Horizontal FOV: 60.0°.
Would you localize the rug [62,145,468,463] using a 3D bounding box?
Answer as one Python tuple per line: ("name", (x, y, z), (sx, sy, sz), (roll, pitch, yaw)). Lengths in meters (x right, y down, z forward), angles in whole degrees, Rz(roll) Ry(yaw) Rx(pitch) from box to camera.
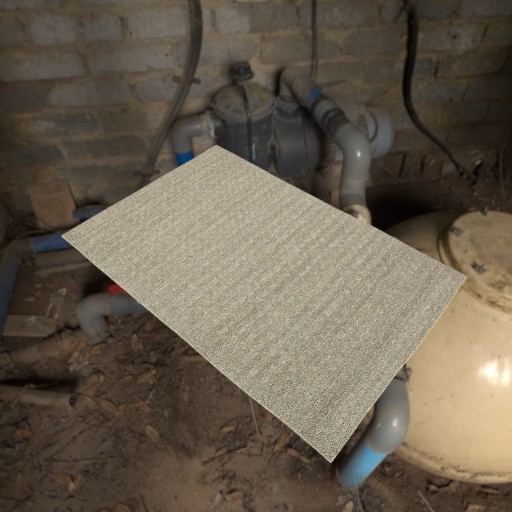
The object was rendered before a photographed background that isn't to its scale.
("rug", (0.000, 0.000, 2.977), (2.297, 0.018, 1.532), (33, 55, 27))
